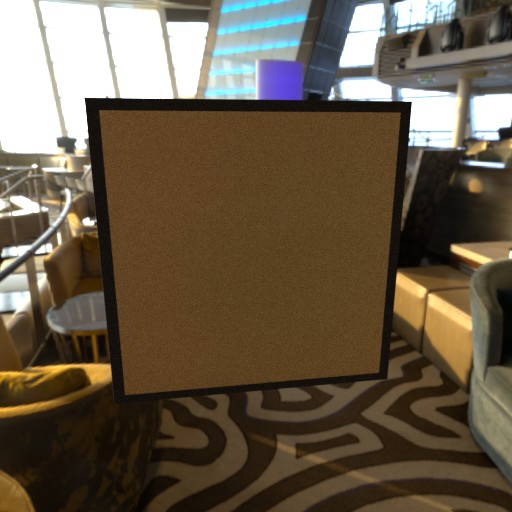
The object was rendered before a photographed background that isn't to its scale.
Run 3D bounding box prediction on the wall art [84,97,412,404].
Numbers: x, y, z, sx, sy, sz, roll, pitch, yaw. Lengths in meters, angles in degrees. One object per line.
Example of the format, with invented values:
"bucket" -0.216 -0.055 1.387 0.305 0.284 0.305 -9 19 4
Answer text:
"wall art" 0.000 0.000 0.763 0.508 0.507 0.033 -2 16 -9
